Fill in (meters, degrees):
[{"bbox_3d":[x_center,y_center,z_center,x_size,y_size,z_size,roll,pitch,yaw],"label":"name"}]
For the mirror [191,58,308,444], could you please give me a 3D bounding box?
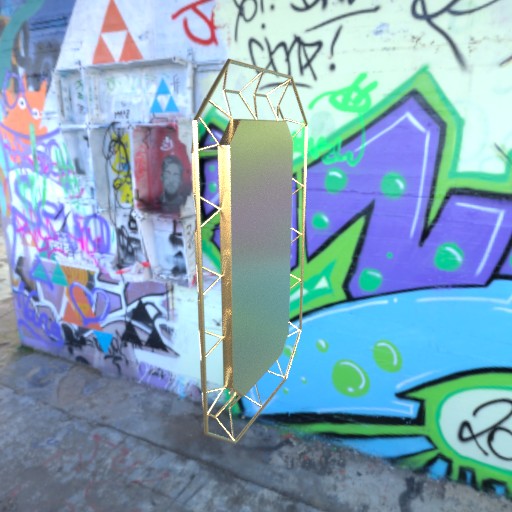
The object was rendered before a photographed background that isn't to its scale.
[{"bbox_3d":[0.000,0.000,1.111,0.051,0.870,0.572,8,18,25],"label":"mirror"}]
